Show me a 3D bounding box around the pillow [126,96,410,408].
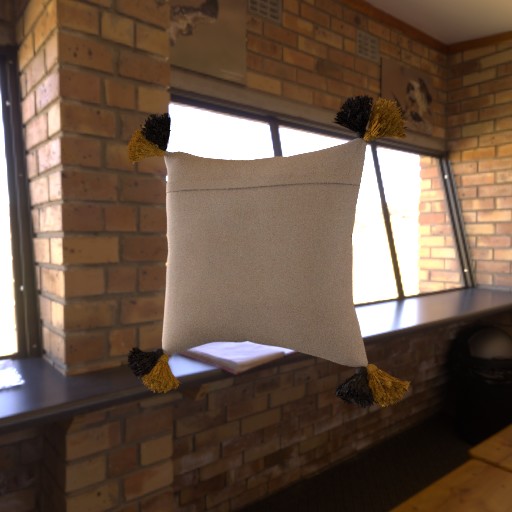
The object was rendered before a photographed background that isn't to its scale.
[{"bbox_3d":[0.000,0.000,0.983,0.654,0.659,0.139,1,2,19],"label":"pillow"}]
